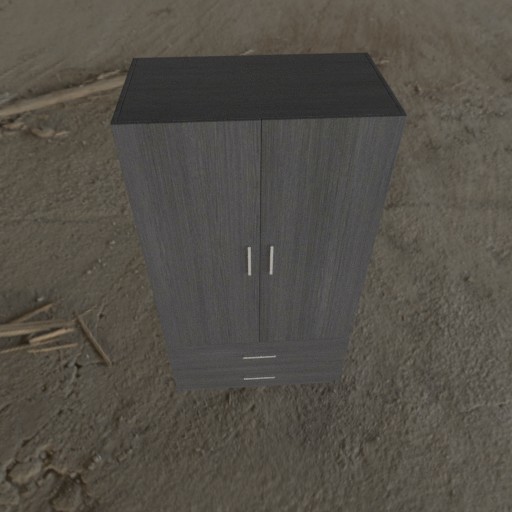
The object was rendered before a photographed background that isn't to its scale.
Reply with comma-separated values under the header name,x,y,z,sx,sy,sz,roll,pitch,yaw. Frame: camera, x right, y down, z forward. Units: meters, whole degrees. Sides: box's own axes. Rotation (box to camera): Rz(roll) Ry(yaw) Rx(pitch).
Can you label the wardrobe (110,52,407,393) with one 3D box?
name,x,y,z,sx,sy,sz,roll,pitch,yaw
wardrobe,0.000,0.000,2.296,0.991,1.808,0.577,-2,45,-2
